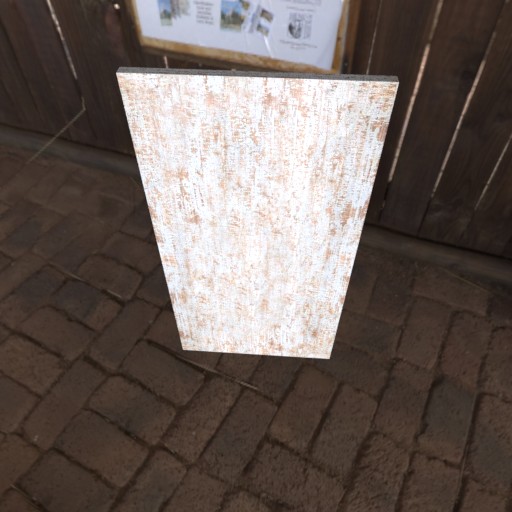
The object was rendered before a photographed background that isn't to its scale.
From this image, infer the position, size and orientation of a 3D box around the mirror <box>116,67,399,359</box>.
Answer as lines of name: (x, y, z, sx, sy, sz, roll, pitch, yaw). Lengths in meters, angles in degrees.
mirror: (0.000, 0.000, 1.090, 0.472, 0.922, 0.027, 3, 48, 3)
